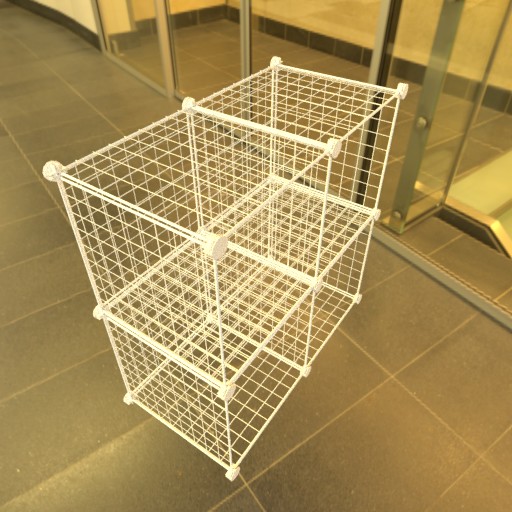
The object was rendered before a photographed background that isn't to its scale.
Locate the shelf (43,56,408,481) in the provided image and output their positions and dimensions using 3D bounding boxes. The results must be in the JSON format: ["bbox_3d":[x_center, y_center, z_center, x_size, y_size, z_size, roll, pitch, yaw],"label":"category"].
[{"bbox_3d":[0.000,0.000,1.092,0.356,0.711,0.711,24,46,26],"label":"shelf"}]
